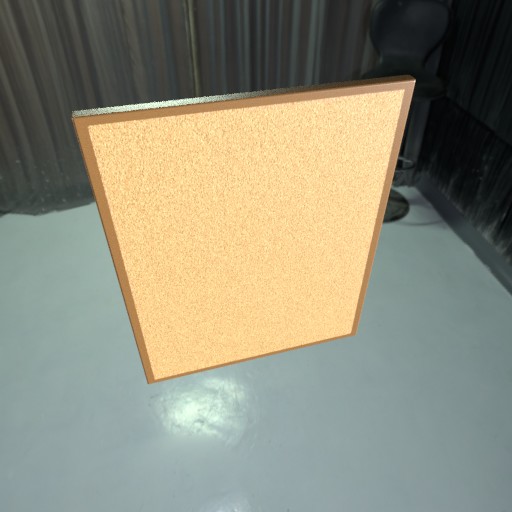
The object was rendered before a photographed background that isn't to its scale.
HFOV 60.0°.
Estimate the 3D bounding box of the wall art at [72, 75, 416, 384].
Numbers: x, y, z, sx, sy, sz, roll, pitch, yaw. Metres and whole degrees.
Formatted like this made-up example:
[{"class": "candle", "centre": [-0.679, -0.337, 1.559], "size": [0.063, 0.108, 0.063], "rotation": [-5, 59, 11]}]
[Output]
[{"class": "wall art", "centre": [0.000, 0.000, 0.515], "size": [0.310, 0.379, 0.015], "rotation": [-11, 42, -12]}]
